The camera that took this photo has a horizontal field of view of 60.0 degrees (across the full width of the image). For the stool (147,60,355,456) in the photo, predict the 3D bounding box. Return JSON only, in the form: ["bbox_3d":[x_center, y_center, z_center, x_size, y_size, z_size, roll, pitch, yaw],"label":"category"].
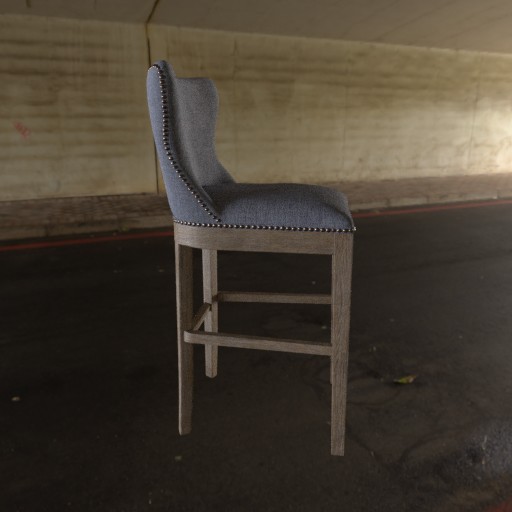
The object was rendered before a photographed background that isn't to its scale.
[{"bbox_3d":[0.000,0.000,1.434,0.606,1.123,0.494,2,16,9],"label":"stool"}]
